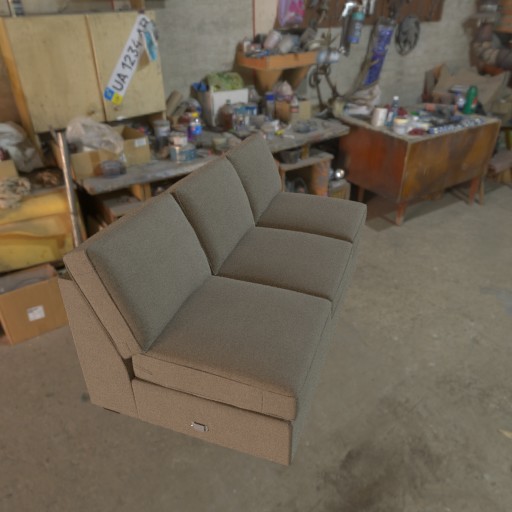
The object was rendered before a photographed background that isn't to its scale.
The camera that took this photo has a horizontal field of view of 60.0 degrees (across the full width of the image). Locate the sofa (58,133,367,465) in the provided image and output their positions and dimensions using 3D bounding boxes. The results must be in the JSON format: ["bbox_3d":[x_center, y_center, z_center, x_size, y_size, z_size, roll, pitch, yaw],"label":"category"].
[{"bbox_3d":[0.000,0.000,2.755,1.127,1.036,2.092,10,31,17],"label":"sofa"}]
